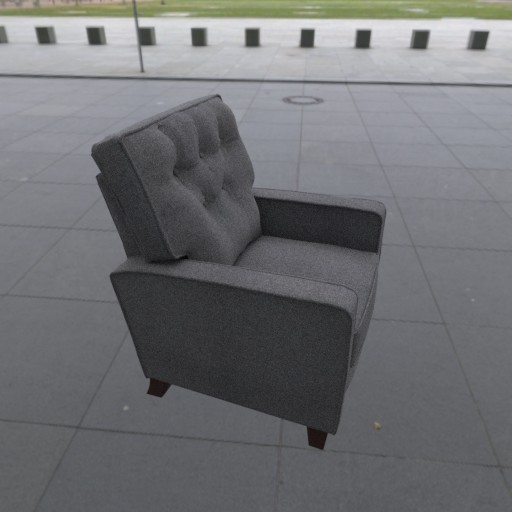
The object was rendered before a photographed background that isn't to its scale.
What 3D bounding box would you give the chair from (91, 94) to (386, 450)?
[{"bbox_3d":[0.000,0.000,1.431,0.775,0.889,0.650,11,33,18],"label":"chair"}]
